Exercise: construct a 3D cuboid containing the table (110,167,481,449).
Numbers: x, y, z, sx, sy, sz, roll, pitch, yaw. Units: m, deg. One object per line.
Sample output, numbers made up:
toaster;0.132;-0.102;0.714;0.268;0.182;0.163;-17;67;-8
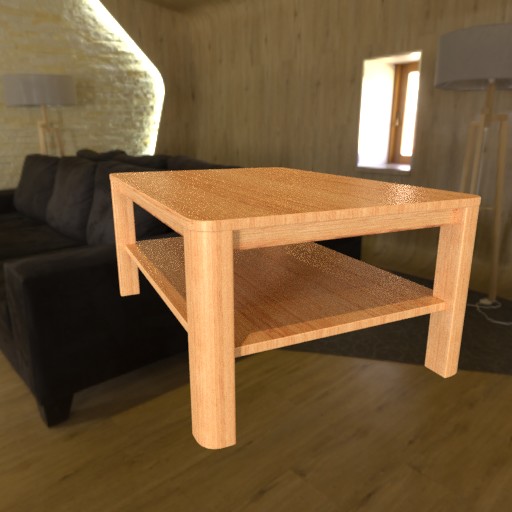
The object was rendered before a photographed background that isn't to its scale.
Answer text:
table;0.000;0.000;1.351;0.696;0.445;0.997;-7;17;-24
